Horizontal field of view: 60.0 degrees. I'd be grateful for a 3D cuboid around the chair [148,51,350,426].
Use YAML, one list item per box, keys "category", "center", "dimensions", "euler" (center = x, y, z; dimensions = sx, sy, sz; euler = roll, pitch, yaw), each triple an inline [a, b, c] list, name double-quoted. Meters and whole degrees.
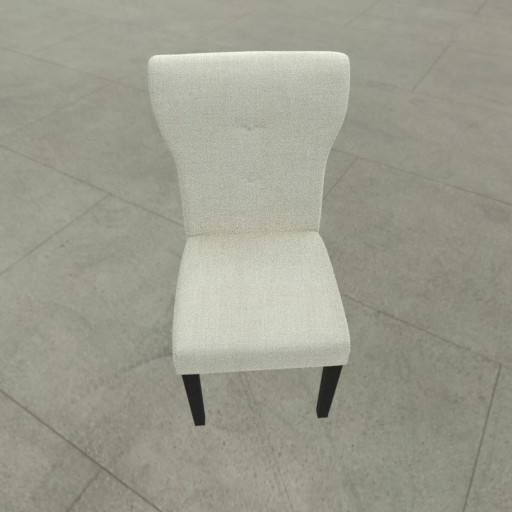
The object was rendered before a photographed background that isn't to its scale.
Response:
- category: "chair"
  center: [0.000, 0.000, 1.257]
  dimensions: [0.509, 0.921, 0.597]
  euler: [-3, 45, -3]
